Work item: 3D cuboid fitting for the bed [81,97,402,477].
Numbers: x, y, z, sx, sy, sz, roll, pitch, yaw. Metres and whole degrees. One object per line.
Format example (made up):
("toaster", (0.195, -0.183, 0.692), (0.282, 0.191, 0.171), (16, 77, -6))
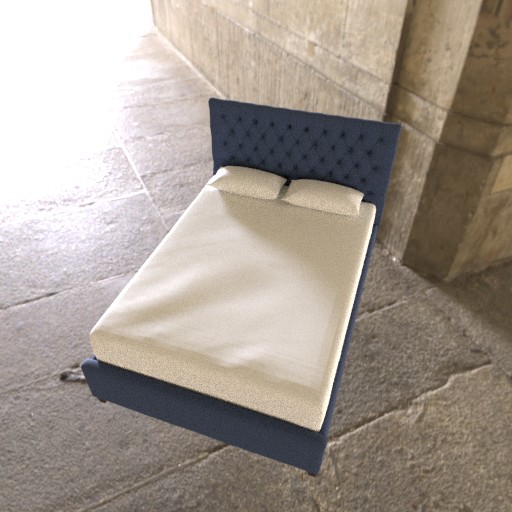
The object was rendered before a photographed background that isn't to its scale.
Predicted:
("bed", (0.000, 0.000, 3.434), (1.706, 1.427, 2.387), (13, 43, 14))
